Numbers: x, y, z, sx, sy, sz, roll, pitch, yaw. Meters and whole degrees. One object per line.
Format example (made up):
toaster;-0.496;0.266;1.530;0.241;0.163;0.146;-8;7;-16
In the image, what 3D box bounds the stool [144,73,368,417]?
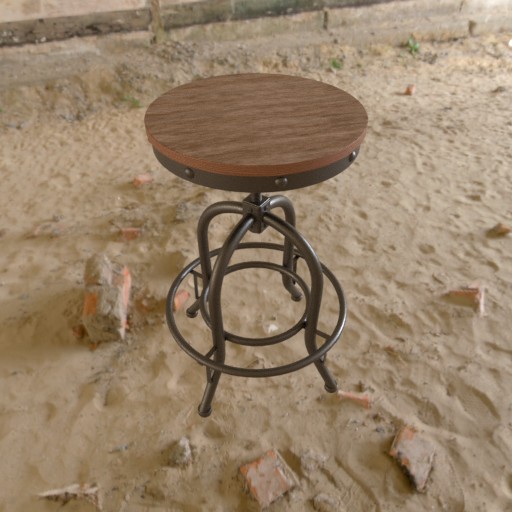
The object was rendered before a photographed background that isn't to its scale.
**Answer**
stool;0.000;0.000;0.901;0.439;0.609;0.439;23;46;25
